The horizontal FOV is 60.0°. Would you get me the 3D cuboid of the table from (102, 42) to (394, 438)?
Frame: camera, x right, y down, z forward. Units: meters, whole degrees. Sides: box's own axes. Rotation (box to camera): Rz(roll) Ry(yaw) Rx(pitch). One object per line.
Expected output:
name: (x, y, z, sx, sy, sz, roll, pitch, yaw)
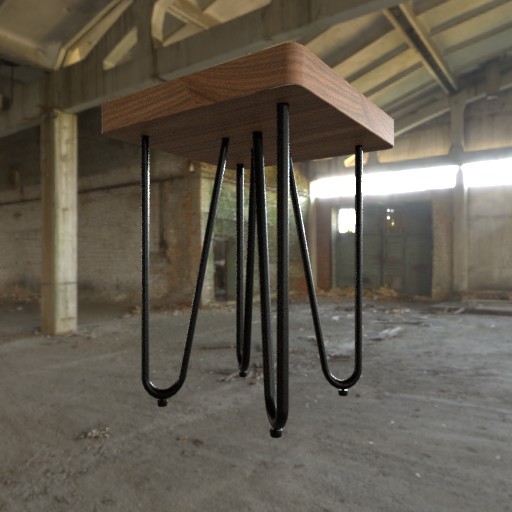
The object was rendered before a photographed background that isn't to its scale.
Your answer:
table: (0.000, 0.000, 0.989, 0.480, 0.641, 0.479, 0, -1, 35)
